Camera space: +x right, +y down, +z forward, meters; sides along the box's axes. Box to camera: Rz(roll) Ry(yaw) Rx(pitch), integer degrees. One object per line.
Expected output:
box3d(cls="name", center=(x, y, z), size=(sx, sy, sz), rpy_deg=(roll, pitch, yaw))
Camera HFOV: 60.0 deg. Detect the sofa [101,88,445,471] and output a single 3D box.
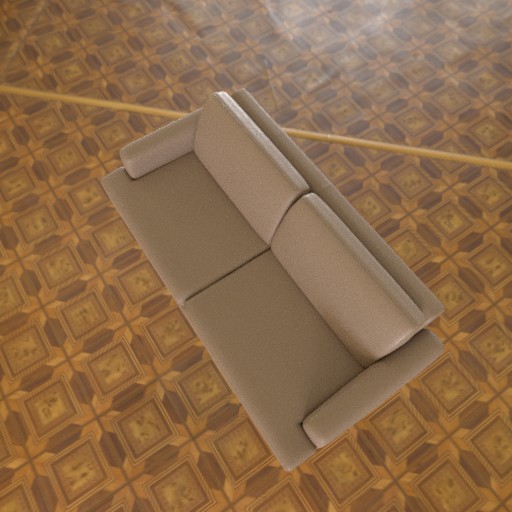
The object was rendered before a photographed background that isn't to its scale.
box3d(cls="sofa", center=(0.000, 0.000, 2.421), size=(0.974, 0.765, 1.940), rpy_deg=(-32, 68, -14))
